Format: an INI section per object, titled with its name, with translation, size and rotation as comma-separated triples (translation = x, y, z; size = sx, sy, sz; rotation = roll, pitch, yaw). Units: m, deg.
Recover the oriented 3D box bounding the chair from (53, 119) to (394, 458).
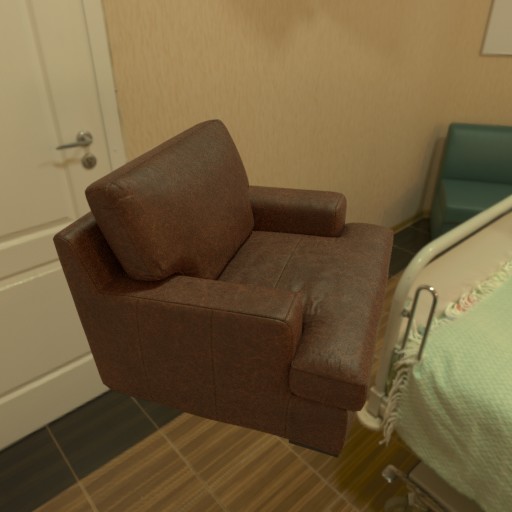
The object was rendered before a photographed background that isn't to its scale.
[chair]
translation = 0.000, 0.000, 1.970
size = 1.143, 0.939, 1.168
rotation = 10, 32, 16
